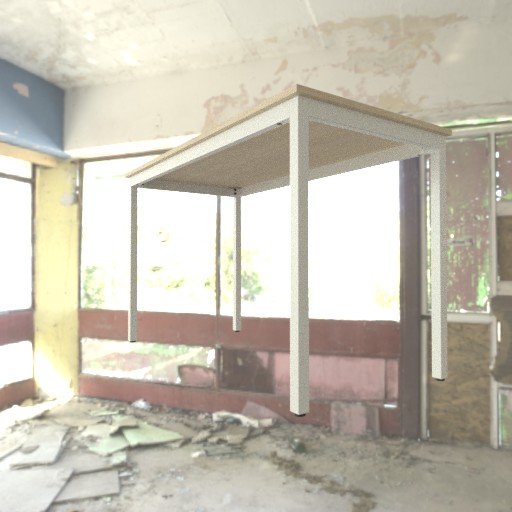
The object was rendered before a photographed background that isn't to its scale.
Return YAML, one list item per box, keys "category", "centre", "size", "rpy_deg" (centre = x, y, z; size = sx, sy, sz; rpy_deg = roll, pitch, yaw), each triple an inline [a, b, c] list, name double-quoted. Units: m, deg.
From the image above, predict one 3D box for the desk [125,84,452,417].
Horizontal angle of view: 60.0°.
- category: "desk"
  centre: [0.000, 0.000, 1.644]
  size: [0.600, 0.750, 1.200]
  rpy_deg: [1, -1, -34]
